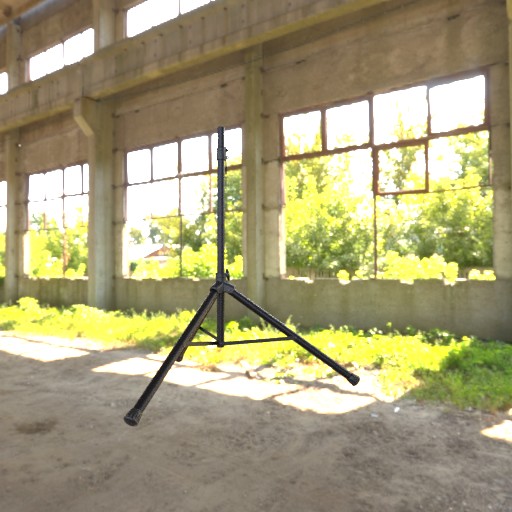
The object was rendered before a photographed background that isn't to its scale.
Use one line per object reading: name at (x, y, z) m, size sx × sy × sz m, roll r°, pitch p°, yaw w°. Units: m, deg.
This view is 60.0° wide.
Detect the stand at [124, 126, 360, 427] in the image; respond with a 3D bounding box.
stand at (0.000, 0.000, 1.946) m, size 0.907 × 1.136 × 1.045 m, roll 0°, pitch -2°, yaw 0°
